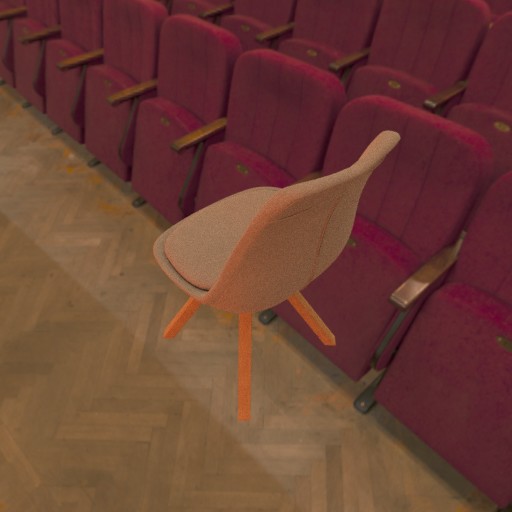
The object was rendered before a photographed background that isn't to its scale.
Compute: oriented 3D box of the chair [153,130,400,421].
[{"bbox_3d":[0.000,0.000,1.204,0.474,0.863,0.549,-33,54,-28],"label":"chair"}]
